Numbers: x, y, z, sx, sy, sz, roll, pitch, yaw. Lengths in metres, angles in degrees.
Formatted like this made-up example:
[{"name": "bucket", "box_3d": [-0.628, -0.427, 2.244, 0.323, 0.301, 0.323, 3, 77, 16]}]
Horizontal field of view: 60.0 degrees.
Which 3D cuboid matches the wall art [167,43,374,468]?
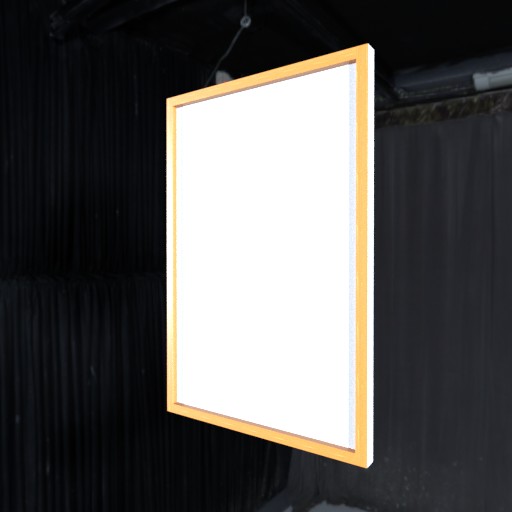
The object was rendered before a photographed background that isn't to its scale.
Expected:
[{"name": "wall art", "box_3d": [0.000, 0.000, 0.758, 0.405, 0.608, 0.025, 0, 1, 35]}]
